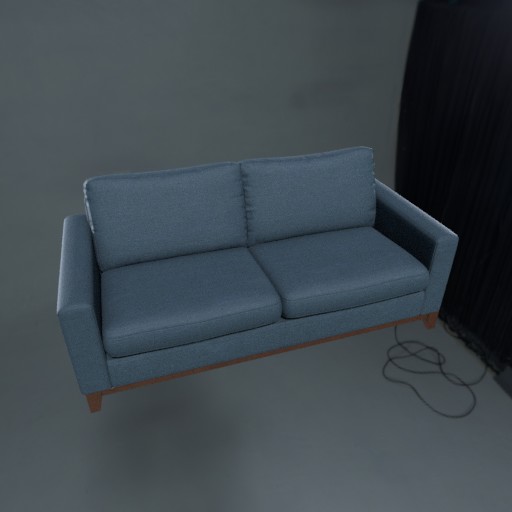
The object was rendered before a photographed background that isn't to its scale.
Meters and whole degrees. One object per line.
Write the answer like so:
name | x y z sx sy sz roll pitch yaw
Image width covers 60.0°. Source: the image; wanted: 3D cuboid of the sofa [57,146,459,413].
sofa | 0.000 0.000 2.375 1.900 0.865 0.877 -10 33 -15
